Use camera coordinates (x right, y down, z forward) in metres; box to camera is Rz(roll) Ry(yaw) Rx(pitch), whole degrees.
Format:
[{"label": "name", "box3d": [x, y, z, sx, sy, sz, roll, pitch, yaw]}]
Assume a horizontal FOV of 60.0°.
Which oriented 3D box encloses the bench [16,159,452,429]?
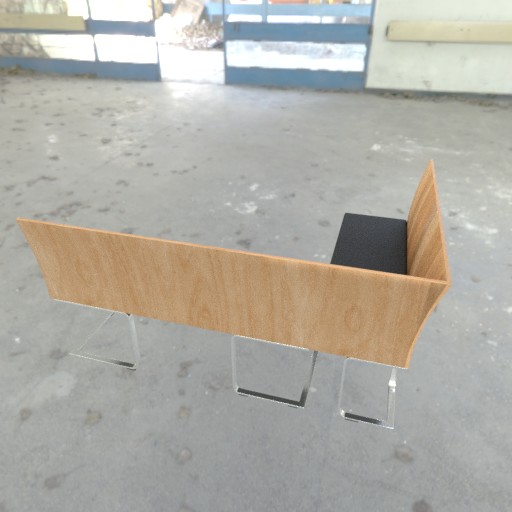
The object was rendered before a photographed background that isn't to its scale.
[{"label": "bench", "box3d": [0.000, 0.000, 2.722, 1.945, 0.930, 1.495, 9, 32, 14]}]
